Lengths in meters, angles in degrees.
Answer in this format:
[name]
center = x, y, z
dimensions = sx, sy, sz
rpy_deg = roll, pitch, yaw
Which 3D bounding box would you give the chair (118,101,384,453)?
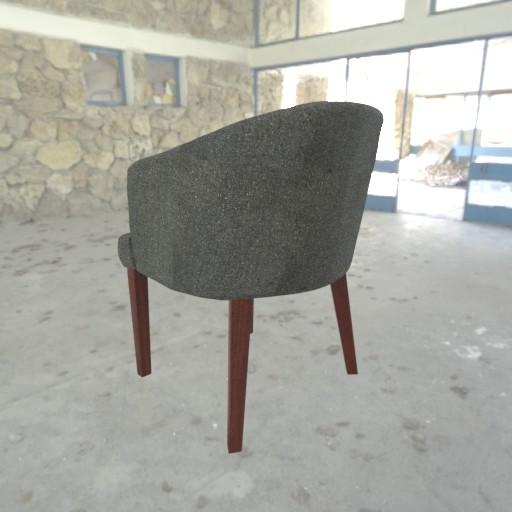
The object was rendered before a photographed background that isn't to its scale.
[chair]
center = 0.000, 0.000, 1.277
dimensions = 0.583, 0.811, 0.655
rpy_deg = -14, 20, -43
